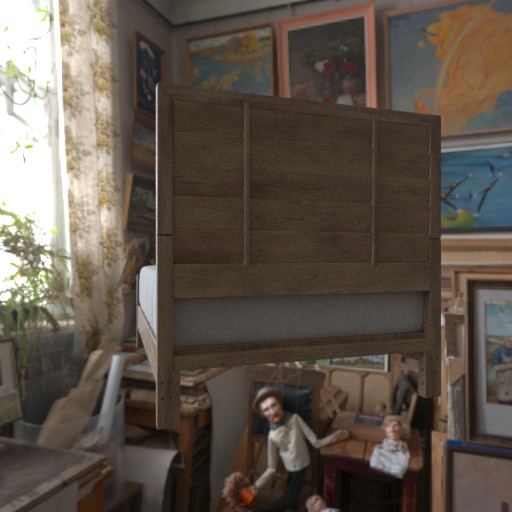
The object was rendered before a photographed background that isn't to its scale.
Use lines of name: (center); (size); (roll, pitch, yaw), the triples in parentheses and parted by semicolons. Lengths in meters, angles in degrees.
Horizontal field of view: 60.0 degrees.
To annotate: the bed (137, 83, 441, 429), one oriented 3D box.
bed: (0.000, 0.000, 3.282); (1.615, 1.631, 2.017); (0, 0, -18)
